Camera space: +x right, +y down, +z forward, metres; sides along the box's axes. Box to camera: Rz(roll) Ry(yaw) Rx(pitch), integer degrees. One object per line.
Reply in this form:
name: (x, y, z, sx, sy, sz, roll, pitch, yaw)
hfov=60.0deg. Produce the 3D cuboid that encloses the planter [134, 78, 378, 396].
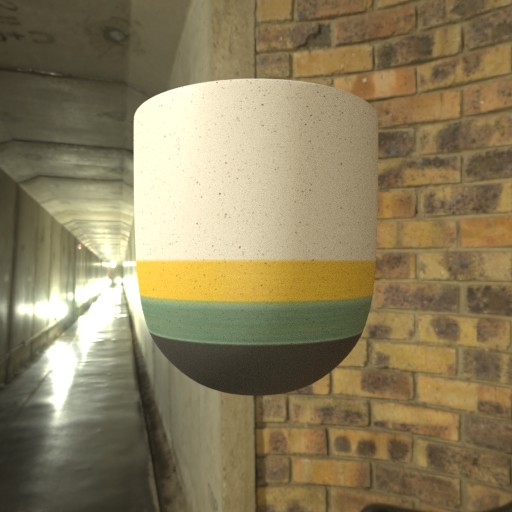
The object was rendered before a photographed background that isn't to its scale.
planter: (0.000, 0.000, 0.365, 0.195, 0.214, 0.195, 0, -1, 0)
